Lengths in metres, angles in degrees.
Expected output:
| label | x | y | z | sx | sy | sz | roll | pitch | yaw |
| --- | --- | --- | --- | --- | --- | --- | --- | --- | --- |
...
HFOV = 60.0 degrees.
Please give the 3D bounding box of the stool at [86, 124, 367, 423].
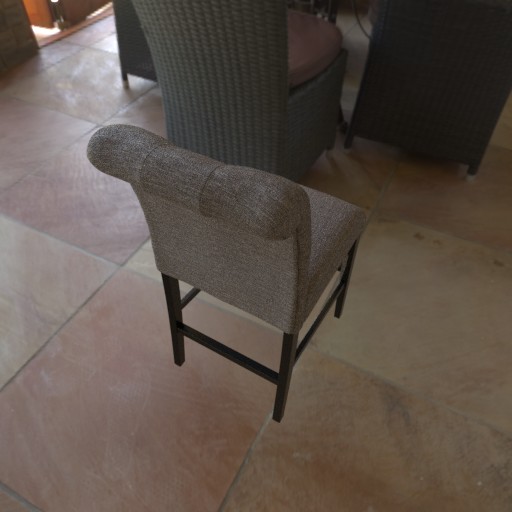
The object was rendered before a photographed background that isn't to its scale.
| label | x | y | z | sx | sy | sz | roll | pitch | yaw |
| --- | --- | --- | --- | --- | --- | --- | --- | --- | --- |
| stool | 0.000 | 0.000 | 1.294 | 0.457 | 0.970 | 0.611 | 23 | 51 | 20 |
